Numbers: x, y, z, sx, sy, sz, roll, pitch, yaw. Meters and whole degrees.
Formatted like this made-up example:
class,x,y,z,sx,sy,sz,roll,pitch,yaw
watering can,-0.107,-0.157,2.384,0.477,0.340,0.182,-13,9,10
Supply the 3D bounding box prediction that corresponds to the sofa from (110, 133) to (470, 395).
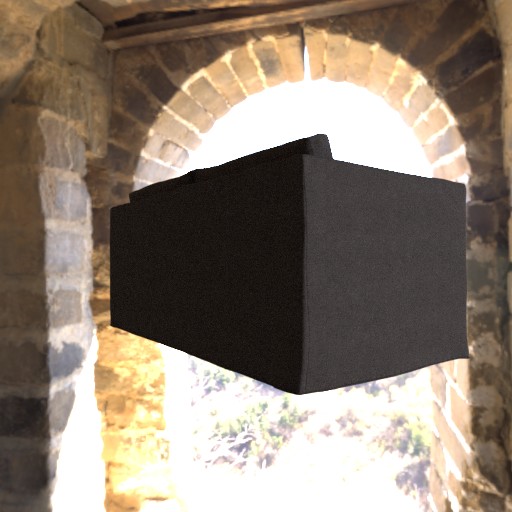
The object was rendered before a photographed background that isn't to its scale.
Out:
class,x,y,z,sx,sy,sz,roll,pitch,yaw
sofa,0.000,0.000,2.299,0.974,0.854,1.802,0,0,-36
